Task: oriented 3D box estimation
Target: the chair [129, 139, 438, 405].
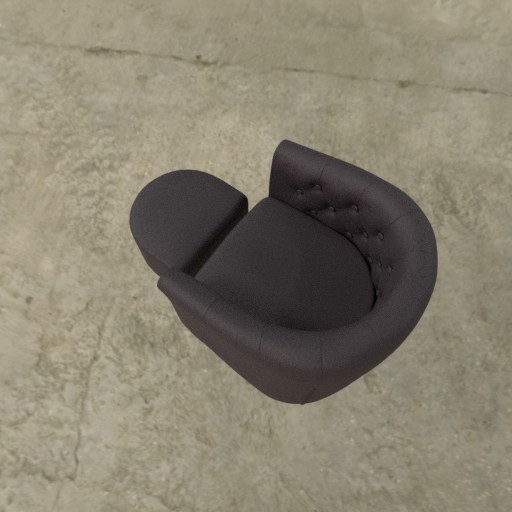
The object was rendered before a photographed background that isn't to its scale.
[{"bbox_3d":[0.000,0.000,1.710,1.191,0.760,0.763,33,68,15],"label":"chair"}]
